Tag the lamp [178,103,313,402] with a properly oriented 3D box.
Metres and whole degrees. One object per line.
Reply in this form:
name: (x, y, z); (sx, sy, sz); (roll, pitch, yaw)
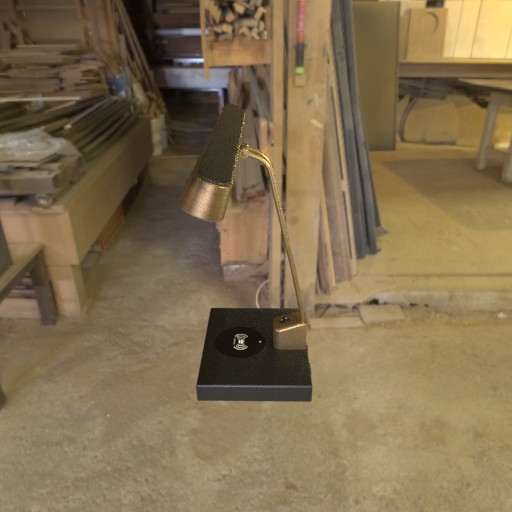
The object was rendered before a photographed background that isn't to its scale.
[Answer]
lamp: (0.000, 0.000, 0.603); (0.156, 0.345, 0.412); (0, 27, 1)
